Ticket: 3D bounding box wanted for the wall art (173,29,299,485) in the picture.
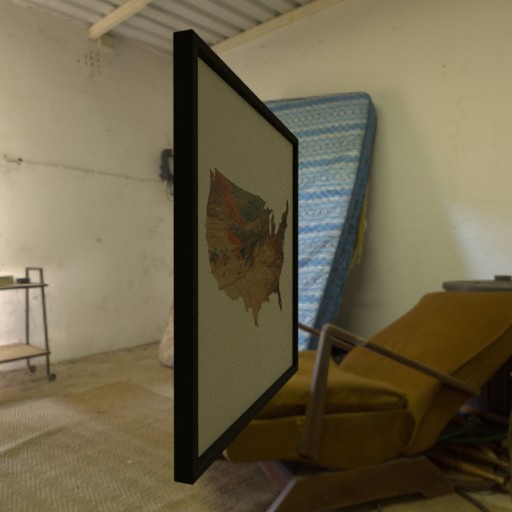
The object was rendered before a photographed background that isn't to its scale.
[{"bbox_3d":[0.000,0.000,0.440,0.015,0.303,0.304,0,1,19],"label":"wall art"}]
